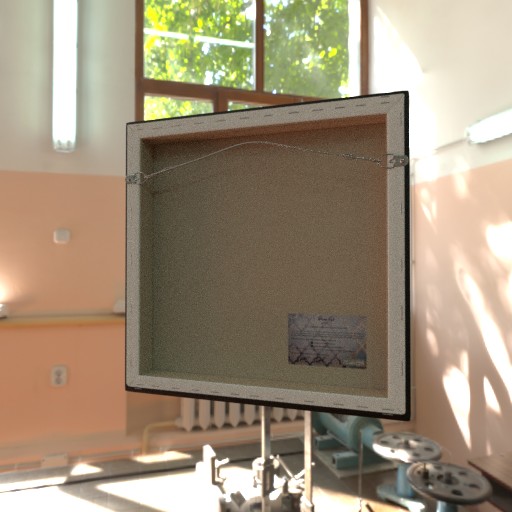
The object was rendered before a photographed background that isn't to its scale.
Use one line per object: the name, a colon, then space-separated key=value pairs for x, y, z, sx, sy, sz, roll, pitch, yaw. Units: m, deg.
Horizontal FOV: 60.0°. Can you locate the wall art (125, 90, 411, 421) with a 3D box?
wall art: x=0.000 y=0.000 z=0.619 sx=0.406 sy=0.407 sz=0.041 roll=0 pitch=-1 yaw=18
